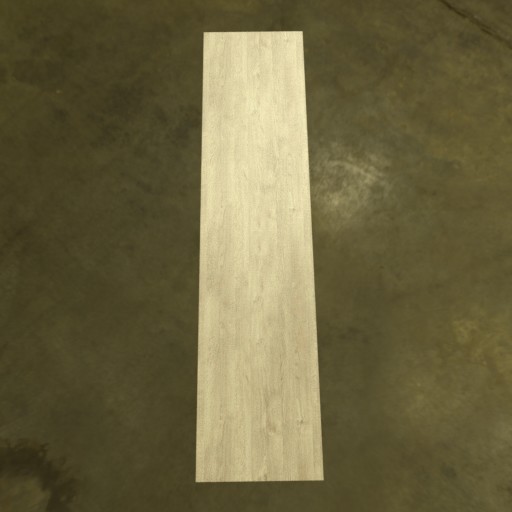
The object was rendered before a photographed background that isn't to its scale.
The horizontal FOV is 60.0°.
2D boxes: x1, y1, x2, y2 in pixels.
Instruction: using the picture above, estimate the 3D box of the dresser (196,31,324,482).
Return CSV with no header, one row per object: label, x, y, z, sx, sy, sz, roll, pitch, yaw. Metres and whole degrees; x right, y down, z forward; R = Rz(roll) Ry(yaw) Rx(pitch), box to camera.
dresser,0.000,0.000,1.901,0.390,0.795,1.590,-1,76,0
